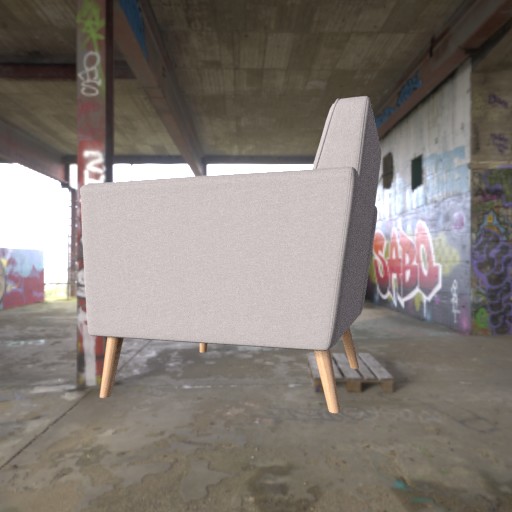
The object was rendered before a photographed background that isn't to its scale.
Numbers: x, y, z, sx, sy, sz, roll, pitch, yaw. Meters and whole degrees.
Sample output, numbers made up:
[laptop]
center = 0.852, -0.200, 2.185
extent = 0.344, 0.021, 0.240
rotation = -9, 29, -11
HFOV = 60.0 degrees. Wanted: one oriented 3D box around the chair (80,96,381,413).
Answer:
[chair]
center = 0.000, 0.000, 1.419
extent = 0.750, 0.780, 0.780
rotation = 0, -1, 19
